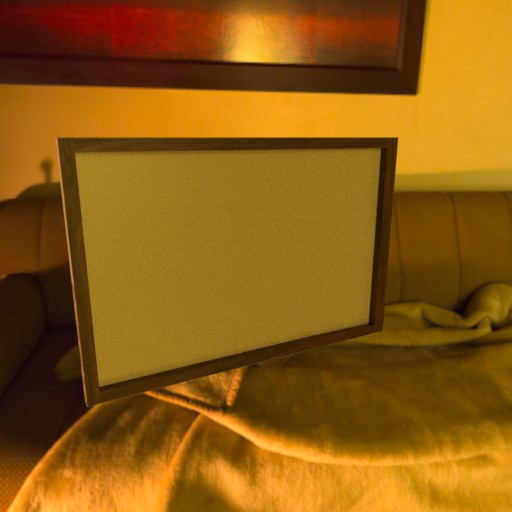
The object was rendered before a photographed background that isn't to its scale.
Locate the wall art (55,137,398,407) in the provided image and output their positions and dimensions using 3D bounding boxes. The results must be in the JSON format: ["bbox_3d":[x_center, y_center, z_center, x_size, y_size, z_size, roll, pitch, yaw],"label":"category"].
[{"bbox_3d":[0.000,0.000,1.471,1.138,0.761,0.051,-8,17,-27],"label":"wall art"}]
